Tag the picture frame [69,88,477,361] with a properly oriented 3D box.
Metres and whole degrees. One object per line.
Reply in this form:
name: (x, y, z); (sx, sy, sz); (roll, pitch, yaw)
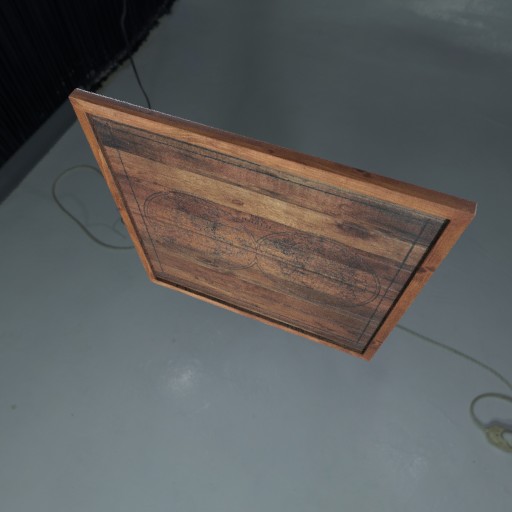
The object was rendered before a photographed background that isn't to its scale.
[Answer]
picture frame: (0.000, 0.000, 1.183); (0.810, 0.817, 0.029); (19, 61, 11)
